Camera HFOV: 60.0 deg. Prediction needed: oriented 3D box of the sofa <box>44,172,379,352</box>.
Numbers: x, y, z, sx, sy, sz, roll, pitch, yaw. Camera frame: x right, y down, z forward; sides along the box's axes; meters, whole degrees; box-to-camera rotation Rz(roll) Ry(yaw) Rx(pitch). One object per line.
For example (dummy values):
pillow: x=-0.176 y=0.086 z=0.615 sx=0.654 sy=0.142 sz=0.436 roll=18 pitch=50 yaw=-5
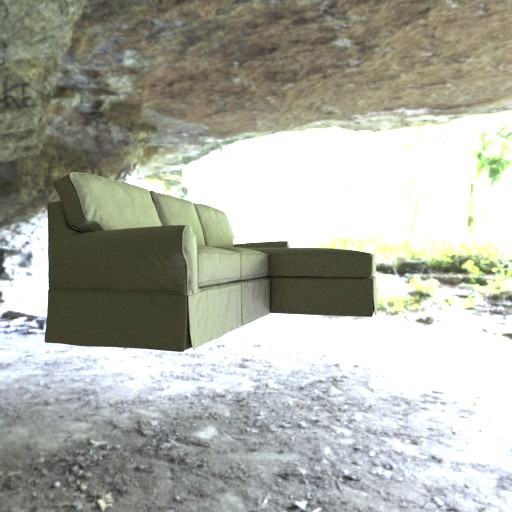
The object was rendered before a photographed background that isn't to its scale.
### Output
sofa: x=0.000 y=0.000 z=3.354 sx=1.733 sy=0.978 sz=2.475 roll=0 pitch=0 yaw=17
